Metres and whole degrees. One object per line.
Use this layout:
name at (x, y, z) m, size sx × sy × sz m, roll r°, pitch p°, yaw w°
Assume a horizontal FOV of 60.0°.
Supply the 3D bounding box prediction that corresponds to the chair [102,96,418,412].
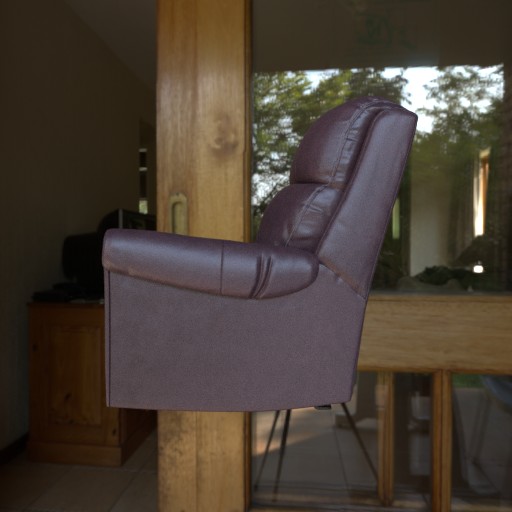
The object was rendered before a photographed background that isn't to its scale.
chair at (0.000, 0.000, 1.726) m, size 1.014 × 1.054 × 0.838 m, roll 0°, pitch 1°, yaw 1°
